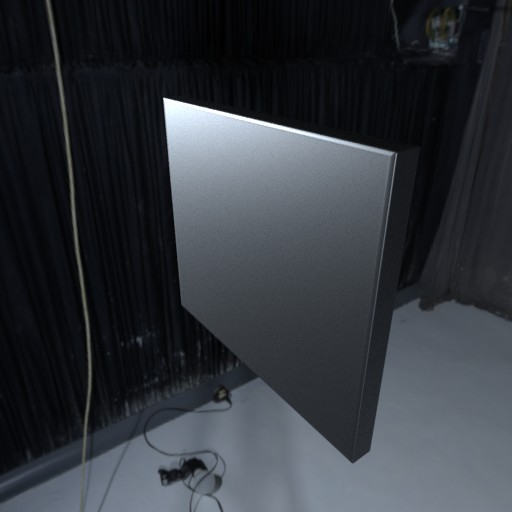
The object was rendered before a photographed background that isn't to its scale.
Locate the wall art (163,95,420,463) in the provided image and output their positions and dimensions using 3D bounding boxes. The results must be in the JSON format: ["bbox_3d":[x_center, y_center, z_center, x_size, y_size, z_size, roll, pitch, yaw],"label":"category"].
[{"bbox_3d":[0.000,0.000,0.537,0.028,0.330,0.380,-18,32,-32],"label":"wall art"}]
